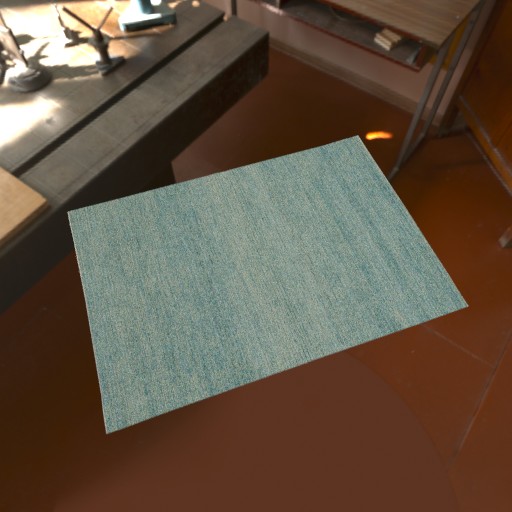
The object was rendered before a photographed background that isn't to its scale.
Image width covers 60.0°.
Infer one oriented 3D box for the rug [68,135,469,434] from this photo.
[{"bbox_3d":[0.000,0.000,2.986,2.305,0.029,1.593,-17,61,-10],"label":"rug"}]
